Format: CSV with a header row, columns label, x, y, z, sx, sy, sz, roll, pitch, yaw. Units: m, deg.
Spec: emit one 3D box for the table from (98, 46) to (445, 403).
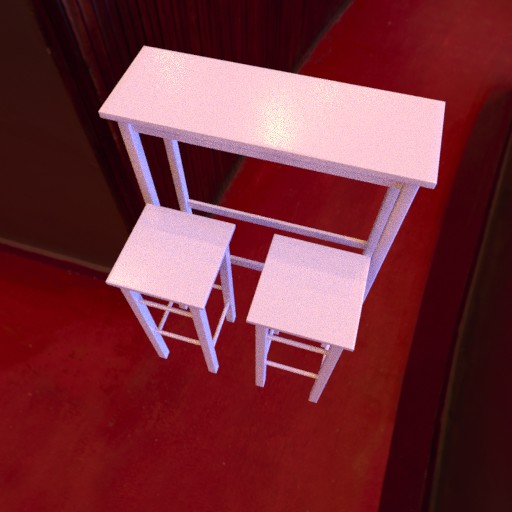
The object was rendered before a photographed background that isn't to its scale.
label,x,y,z,sx,sy,sz,roll,pitch,yaw
table,0.000,0.000,1.601,0.915,1.065,0.650,14,60,8
